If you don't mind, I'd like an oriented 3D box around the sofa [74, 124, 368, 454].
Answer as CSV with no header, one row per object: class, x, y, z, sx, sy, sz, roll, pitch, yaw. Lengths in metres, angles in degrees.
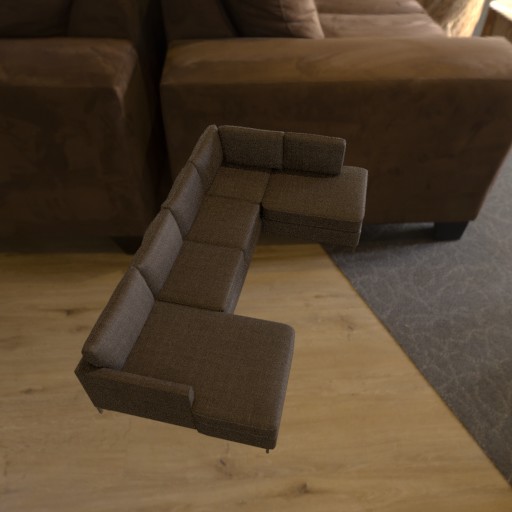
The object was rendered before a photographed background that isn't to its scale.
sofa,0.000,0.000,4.446,2.048,0.999,3.423,9,47,9
